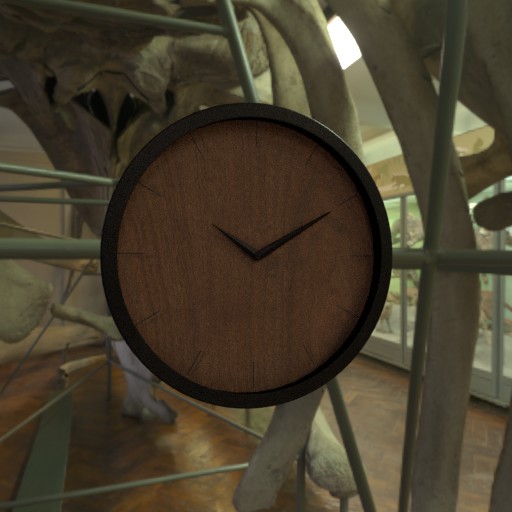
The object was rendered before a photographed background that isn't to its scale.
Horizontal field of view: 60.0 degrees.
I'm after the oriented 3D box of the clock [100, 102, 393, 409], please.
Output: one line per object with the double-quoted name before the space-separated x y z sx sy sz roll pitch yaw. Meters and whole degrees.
"clock" 0.000 0.000 0.473 0.314 0.314 0.040 0 1 -18
